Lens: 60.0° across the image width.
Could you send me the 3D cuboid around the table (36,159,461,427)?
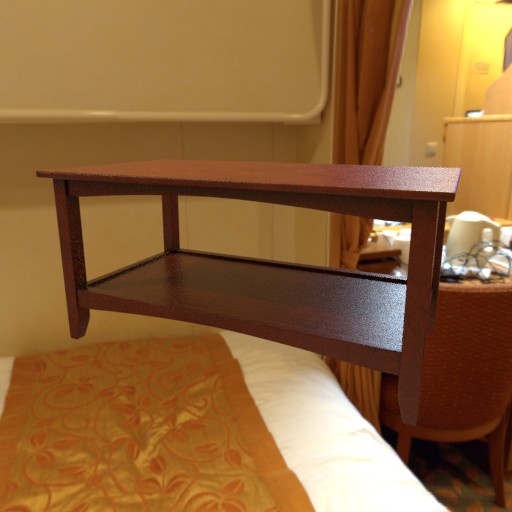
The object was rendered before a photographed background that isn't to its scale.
[{"bbox_3d":[0.000,0.000,1.184,0.943,0.456,0.533,7,17,24],"label":"table"}]
